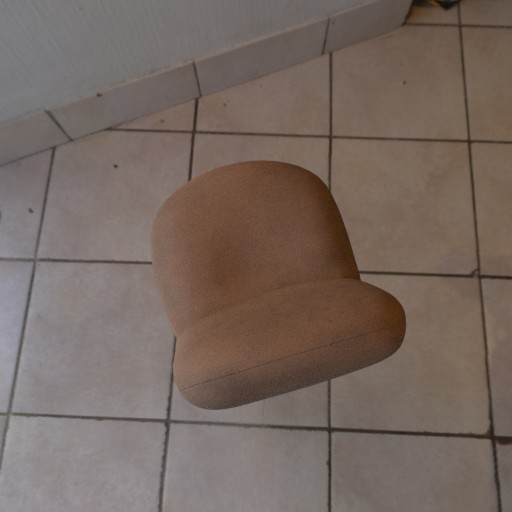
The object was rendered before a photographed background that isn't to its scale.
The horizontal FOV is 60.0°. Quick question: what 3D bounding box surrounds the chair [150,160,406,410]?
[{"bbox_3d":[0.000,0.000,1.034,0.521,0.594,0.597,-16,76,-4],"label":"chair"}]
